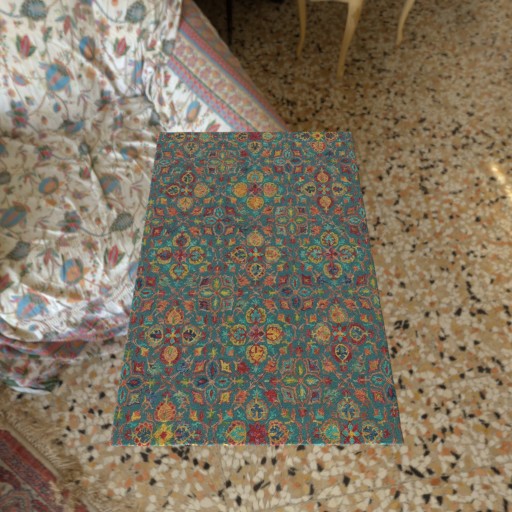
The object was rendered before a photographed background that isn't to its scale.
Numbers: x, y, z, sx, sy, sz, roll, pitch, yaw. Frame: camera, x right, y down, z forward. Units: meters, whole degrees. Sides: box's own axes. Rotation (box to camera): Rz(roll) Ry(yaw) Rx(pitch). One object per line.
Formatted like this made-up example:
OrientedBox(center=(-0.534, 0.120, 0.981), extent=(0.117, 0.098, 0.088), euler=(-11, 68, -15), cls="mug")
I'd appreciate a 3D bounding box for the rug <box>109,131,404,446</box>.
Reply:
OrientedBox(center=(0.000, 0.000, 2.307), extent=(1.216, 0.014, 1.836), euler=(0, 58, 0), cls="rug")
